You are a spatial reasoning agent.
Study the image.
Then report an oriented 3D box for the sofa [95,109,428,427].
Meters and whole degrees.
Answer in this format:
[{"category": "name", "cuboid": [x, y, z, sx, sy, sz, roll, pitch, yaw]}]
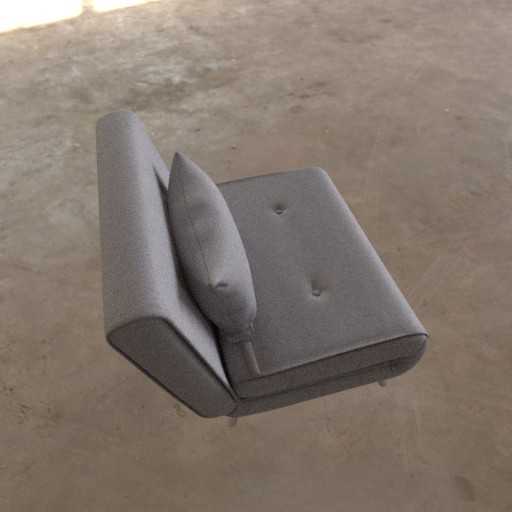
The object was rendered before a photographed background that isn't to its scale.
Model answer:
[{"category": "sofa", "cuboid": [0.000, 0.000, 1.711, 1.000, 0.825, 1.020, -11, 48, -10]}]
